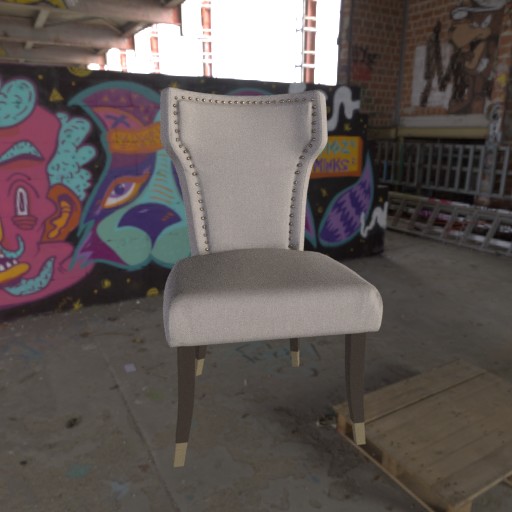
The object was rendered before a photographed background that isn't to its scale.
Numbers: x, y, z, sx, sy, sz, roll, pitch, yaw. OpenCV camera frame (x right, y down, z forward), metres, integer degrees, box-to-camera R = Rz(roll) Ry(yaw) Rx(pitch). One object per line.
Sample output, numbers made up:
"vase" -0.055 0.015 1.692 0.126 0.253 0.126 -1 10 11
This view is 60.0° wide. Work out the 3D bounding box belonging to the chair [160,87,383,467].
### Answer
"chair" 0.000 0.000 1.293 0.526 0.950 0.630 -3 16 -9
